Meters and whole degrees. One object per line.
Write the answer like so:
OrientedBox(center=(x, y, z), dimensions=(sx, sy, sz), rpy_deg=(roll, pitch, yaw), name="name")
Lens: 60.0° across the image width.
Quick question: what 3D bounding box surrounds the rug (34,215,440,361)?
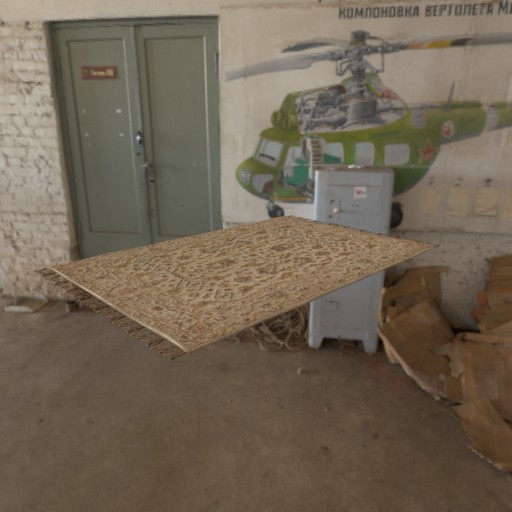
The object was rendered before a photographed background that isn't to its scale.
OrientedBox(center=(0.000, 0.000, 3.074), dimensions=(2.434, 0.027, 1.529), rpy_deg=(-16, 23, -42), name="rug")
